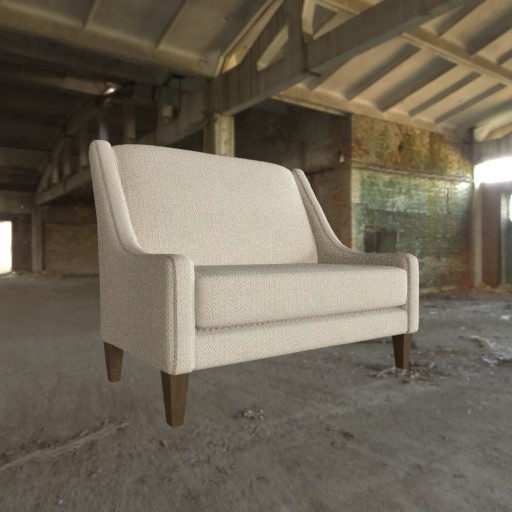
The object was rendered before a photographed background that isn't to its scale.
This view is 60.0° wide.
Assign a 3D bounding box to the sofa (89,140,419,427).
[{"bbox_3d":[0.000,0.000,1.976,1.242,1.022,0.870,0,1,-36],"label":"sofa"}]
